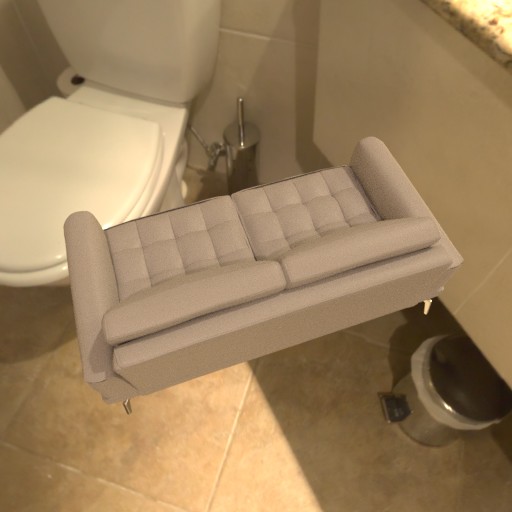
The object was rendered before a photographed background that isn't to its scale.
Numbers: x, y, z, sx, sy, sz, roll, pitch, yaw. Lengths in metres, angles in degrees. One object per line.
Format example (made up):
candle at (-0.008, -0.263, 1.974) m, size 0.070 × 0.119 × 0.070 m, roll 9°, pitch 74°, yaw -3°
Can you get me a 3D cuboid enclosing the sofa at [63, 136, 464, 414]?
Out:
sofa at (0.000, 0.000, 2.709) m, size 2.177 × 0.930 × 1.121 m, roll -16°, pitch 60°, yaw -10°
